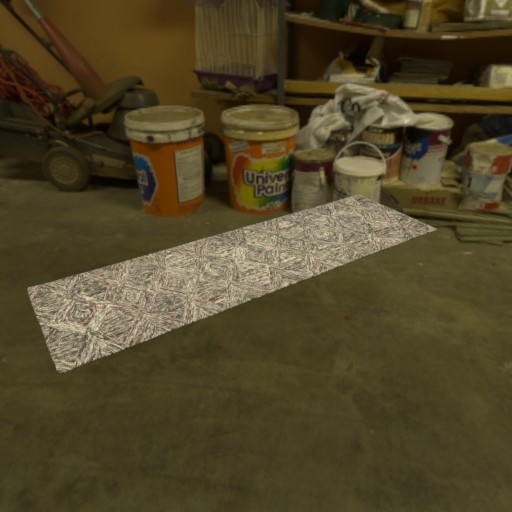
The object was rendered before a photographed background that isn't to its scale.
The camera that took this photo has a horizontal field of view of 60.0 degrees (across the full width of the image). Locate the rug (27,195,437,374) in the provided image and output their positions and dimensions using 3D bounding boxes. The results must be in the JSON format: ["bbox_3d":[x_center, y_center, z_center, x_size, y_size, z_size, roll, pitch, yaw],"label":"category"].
[{"bbox_3d":[0.000,0.000,2.523,2.305,0.013,0.719,-18,34,-29],"label":"rug"}]
